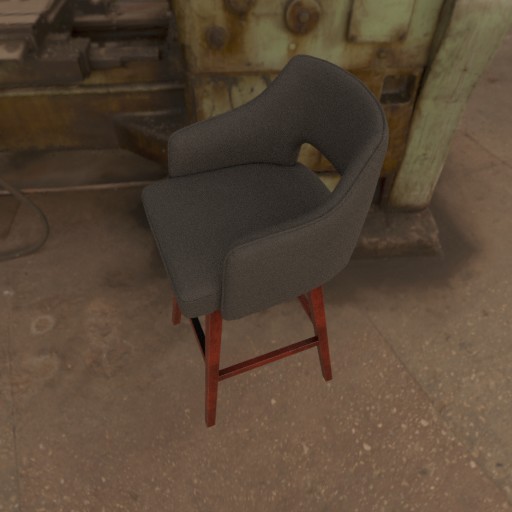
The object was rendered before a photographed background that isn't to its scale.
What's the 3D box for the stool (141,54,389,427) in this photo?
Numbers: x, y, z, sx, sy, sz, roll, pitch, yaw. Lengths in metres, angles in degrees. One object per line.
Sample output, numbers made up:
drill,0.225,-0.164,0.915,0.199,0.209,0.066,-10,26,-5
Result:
stool,0.000,0.000,1.349,0.558,1.012,0.548,-16,49,-15
